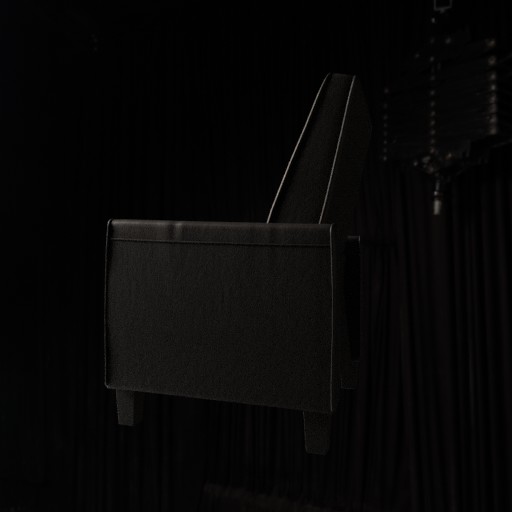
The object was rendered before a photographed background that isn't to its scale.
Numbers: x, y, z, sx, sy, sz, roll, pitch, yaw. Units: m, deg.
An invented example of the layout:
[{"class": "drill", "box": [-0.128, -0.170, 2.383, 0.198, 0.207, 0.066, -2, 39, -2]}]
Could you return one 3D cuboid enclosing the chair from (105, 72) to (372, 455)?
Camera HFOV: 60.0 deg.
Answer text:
[{"class": "chair", "box": [0.000, 0.000, 1.530, 0.746, 1.013, 0.705, 0, -1, 19]}]
